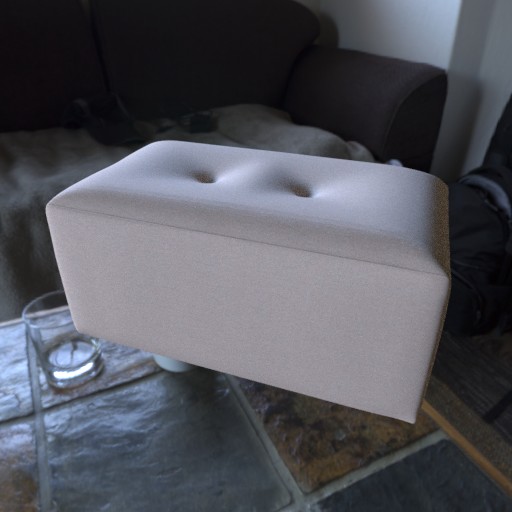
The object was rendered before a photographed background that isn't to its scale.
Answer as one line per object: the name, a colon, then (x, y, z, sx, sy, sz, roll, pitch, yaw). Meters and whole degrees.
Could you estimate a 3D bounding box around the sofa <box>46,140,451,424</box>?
sofa: (0.000, 0.000, 1.192, 0.930, 0.470, 0.480, 11, 33, 17)
